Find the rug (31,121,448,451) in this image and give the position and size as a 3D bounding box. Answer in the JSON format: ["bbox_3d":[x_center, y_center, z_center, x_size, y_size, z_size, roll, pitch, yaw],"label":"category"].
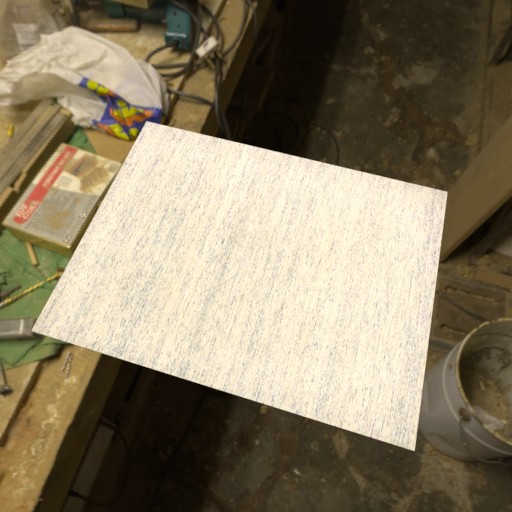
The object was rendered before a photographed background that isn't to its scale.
[{"bbox_3d":[0.000,0.000,4.036,3.197,0.006,2.438,15,64,8],"label":"rug"}]
